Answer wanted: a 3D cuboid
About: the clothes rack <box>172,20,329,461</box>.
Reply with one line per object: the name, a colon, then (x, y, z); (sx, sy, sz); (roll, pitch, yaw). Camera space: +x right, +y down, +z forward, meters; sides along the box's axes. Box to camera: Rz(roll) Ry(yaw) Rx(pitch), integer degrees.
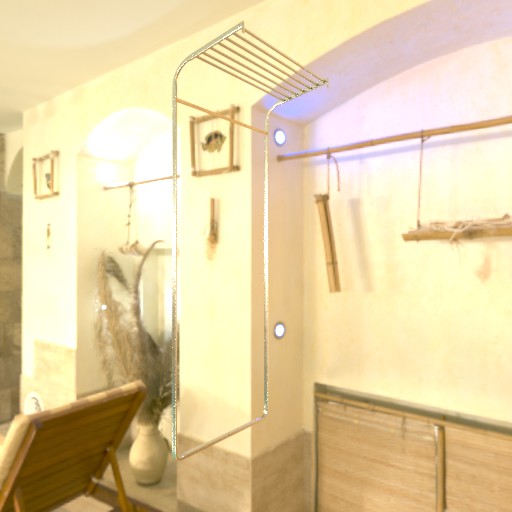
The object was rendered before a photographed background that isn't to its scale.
clothes rack: (0.000, 0.000, 1.826); (0.349, 1.574, 0.609); (0, 0, 37)
